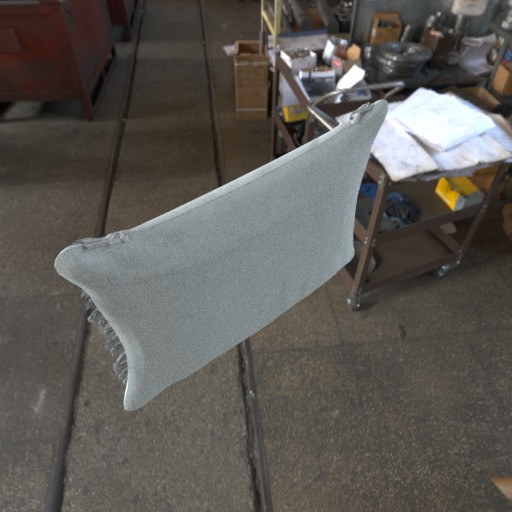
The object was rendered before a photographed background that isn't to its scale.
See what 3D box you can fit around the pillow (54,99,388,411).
[{"bbox_3d":[0.000,0.000,0.596,0.466,0.305,0.084,-31,53,-27],"label":"pillow"}]
